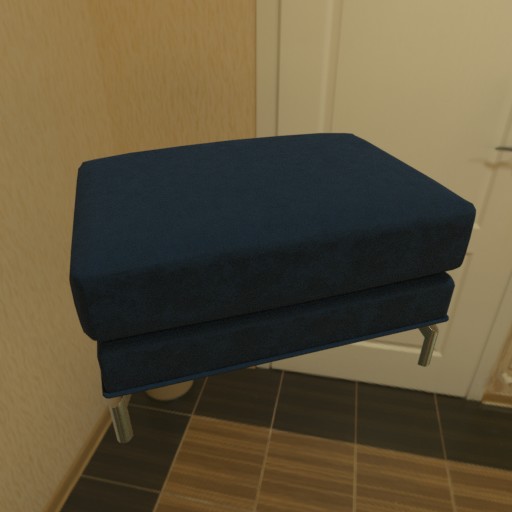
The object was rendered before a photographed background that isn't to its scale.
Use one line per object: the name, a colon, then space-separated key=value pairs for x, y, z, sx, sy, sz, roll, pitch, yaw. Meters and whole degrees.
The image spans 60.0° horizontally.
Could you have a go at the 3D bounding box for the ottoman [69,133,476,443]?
ottoman: x=0.000 y=0.000 z=1.169 sx=0.835 sy=0.498 sz=0.587 roll=-9 pitch=33 yaw=-15
